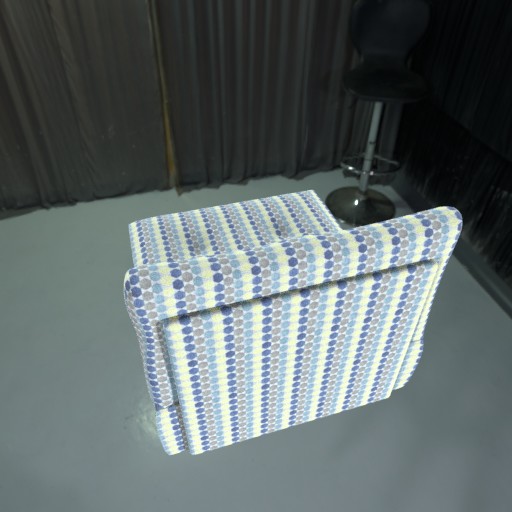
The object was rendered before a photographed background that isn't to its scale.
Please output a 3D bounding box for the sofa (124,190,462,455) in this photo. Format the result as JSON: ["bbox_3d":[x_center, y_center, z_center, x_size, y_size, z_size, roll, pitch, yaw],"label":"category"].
[{"bbox_3d":[0.000,0.000,1.681,0.930,0.830,1.000,-11,43,-13],"label":"sofa"}]
